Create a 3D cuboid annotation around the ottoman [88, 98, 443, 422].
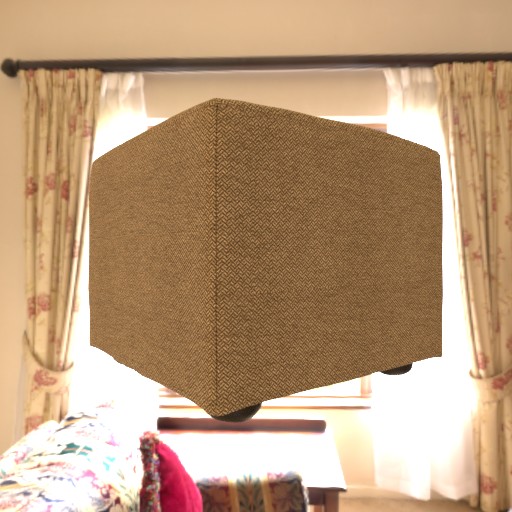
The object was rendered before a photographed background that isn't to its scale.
[{"bbox_3d":[0.000,0.000,0.880,0.512,0.453,0.519,-1,1,-37],"label":"ottoman"}]
